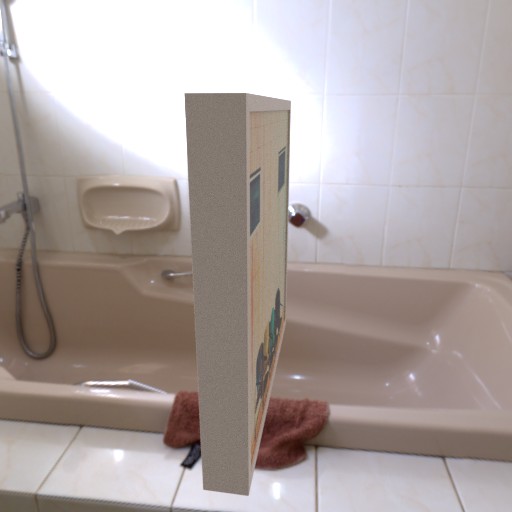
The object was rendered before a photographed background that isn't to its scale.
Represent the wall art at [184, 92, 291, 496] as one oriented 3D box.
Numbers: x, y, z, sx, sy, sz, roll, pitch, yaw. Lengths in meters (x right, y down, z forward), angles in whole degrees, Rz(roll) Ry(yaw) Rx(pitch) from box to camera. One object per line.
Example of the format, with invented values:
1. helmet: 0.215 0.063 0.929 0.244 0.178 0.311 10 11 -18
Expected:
1. wall art: 0.000 0.000 0.453 0.038 0.305 0.305 3 19 9
